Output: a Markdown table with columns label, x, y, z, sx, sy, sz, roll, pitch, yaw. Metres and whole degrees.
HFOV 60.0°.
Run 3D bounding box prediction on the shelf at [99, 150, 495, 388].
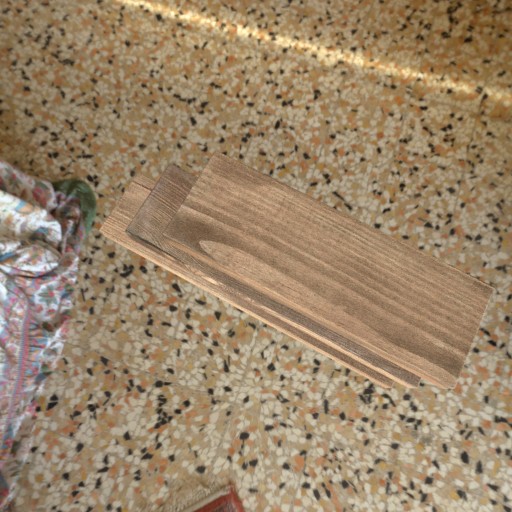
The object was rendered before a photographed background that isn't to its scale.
| label | x | y | z | sx | sy | sz | roll | pitch | yaw |
| --- | --- | --- | --- | --- | --- | --- | --- | --- | --- |
| shelf | 0.000 | 0.000 | 0.721 | 0.610 | 0.293 | 0.140 | 27 | 75 | 8 |
